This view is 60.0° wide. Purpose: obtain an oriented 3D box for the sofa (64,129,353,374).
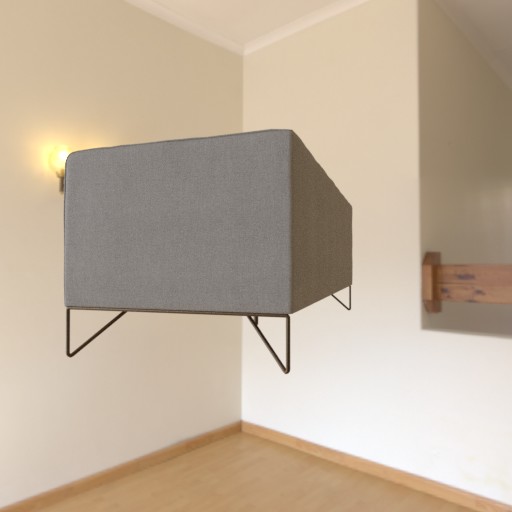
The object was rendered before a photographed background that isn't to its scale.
[{"bbox_3d":[0.000,0.000,2.529,0.912,0.798,2.079,0,-1,17],"label":"sofa"}]
